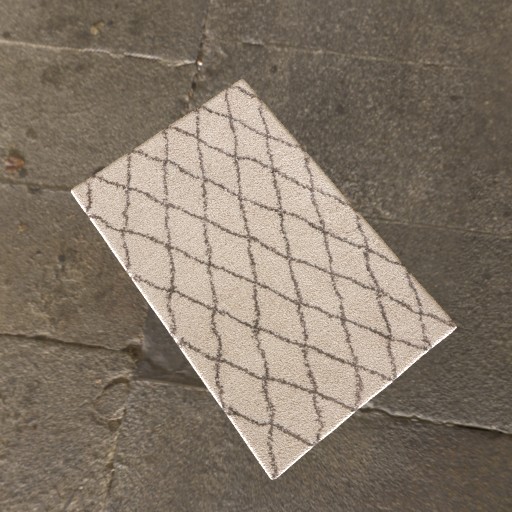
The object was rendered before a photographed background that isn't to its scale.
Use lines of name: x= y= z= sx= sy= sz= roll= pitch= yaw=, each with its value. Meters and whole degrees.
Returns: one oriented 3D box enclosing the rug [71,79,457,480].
rug: x=0.000 y=0.000 z=3.518 sx=1.778 sy=0.030 sz=2.743 roll=-36 pitch=78 yaw=-9
